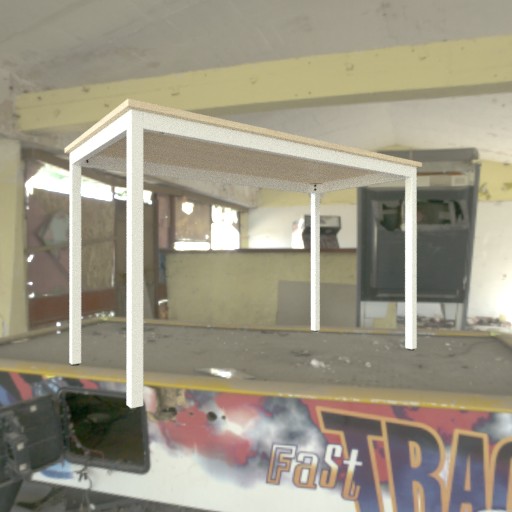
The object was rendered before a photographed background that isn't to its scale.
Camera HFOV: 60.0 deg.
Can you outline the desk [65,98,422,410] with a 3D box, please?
[{"bbox_3d":[0.000,0.000,1.646,1.200,0.750,0.600,0,0,-37],"label":"desk"}]
